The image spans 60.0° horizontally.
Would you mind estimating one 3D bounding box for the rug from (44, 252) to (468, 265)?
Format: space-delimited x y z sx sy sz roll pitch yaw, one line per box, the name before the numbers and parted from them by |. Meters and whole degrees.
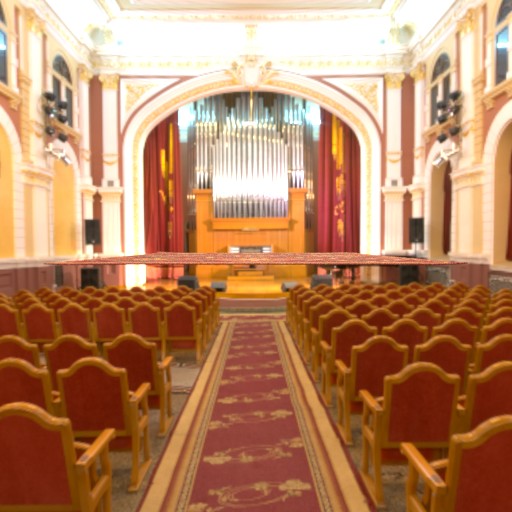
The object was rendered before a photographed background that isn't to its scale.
rug | 0.000 0.000 4.121 2.489 0.030 3.086 0 2 0
